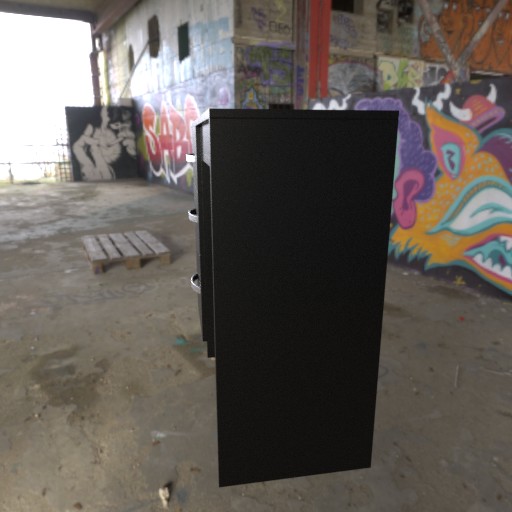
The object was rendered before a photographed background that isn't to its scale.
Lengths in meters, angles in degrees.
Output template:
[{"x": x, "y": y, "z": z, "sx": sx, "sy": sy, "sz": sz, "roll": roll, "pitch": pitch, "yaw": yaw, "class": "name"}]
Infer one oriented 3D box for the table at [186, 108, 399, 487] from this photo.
[{"x": 0.000, "y": 0.000, "z": 1.339, "sx": 0.380, "sy": 0.790, "sz": 0.930, "roll": -3, "pitch": 15, "yaw": -10, "class": "table"}]
